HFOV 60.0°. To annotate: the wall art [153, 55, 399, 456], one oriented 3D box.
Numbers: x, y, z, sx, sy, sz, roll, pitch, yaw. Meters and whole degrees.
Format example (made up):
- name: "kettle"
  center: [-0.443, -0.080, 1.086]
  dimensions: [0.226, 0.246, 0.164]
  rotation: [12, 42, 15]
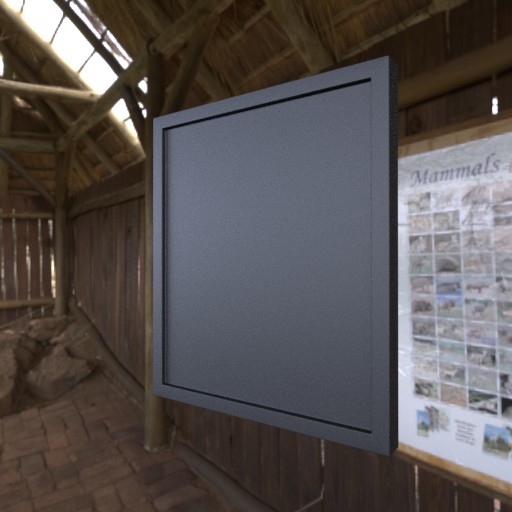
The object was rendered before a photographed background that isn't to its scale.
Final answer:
- name: "wall art"
  center: [0.000, 0.000, 0.525]
  dimensions: [0.328, 0.381, 0.028]
  rotation: [0, 0, 35]
